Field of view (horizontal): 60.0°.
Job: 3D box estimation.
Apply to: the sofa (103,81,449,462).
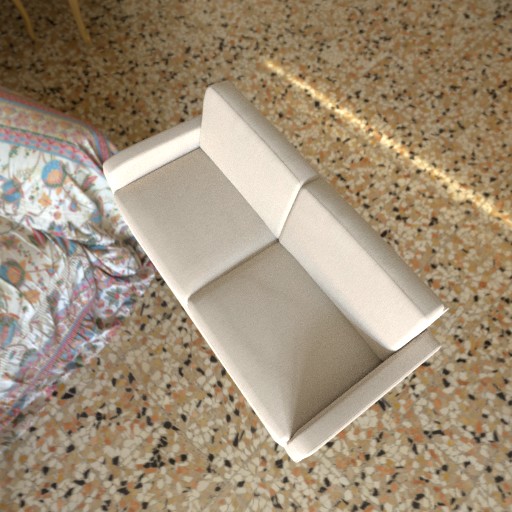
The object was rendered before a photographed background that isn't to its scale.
[{"bbox_3d":[0.000,0.000,2.312,0.894,0.831,1.808,-33,68,-15],"label":"sofa"}]
